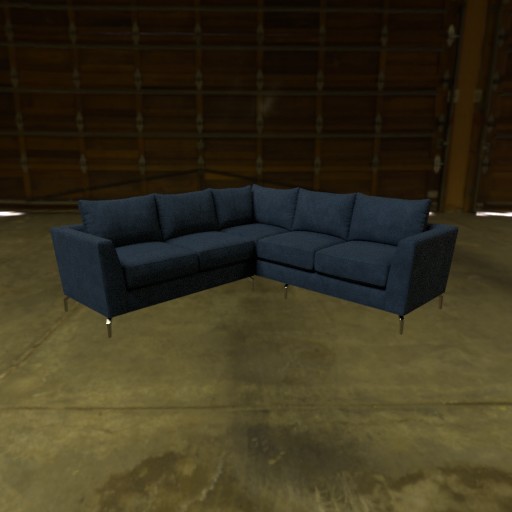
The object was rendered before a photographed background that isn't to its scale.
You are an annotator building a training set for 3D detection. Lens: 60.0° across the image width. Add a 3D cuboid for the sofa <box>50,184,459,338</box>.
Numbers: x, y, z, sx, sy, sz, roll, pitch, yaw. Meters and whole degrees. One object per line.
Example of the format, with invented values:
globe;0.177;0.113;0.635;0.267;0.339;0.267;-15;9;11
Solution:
sofa;0.000;0.000;3.826;2.463;0.988;2.472;13;19;42
